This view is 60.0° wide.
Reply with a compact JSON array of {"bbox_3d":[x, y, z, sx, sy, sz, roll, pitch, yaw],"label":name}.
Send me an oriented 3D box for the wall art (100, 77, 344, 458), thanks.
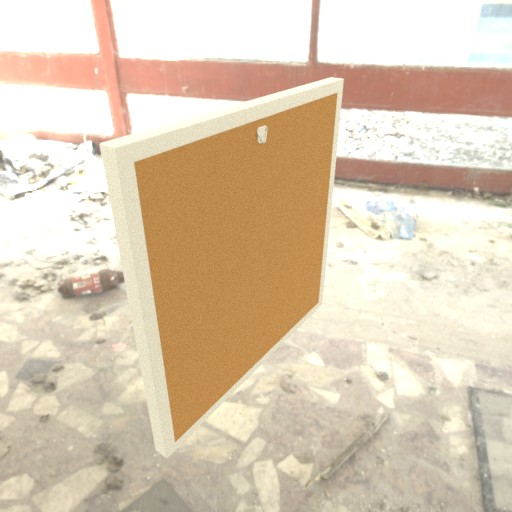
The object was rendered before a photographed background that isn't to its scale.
[{"bbox_3d":[0.000,0.000,1.140,0.050,0.762,0.761,21,37,31],"label":"wall art"}]
